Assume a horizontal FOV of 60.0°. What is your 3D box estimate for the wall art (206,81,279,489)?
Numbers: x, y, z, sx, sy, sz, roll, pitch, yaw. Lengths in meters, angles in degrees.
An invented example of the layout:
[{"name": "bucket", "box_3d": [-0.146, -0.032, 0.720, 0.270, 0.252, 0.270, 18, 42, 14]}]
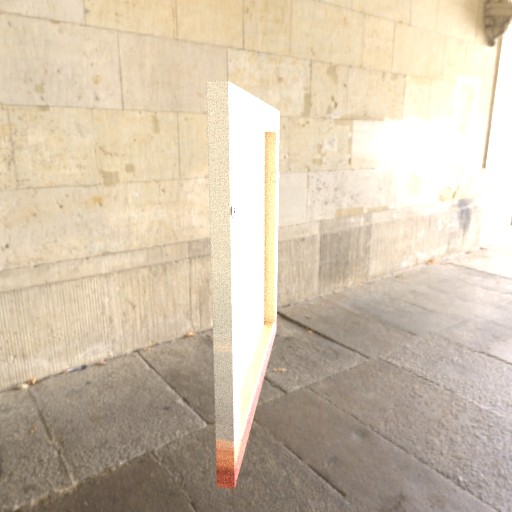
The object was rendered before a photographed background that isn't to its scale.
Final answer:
[{"name": "wall art", "box_3d": [0.000, 0.000, 1.149, 0.042, 0.760, 0.760, 2, 15, 9]}]
